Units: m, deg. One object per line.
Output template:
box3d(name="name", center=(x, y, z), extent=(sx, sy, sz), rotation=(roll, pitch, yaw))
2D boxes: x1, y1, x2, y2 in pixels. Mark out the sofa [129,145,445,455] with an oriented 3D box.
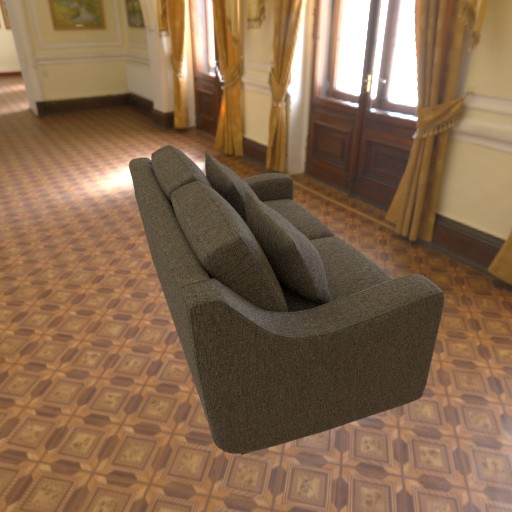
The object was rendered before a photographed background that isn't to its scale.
box3d(name="sofa", center=(0.000, 0.000, 2.455), extent=(1.120, 0.991, 1.778), rotation=(-10, 30, -18))
